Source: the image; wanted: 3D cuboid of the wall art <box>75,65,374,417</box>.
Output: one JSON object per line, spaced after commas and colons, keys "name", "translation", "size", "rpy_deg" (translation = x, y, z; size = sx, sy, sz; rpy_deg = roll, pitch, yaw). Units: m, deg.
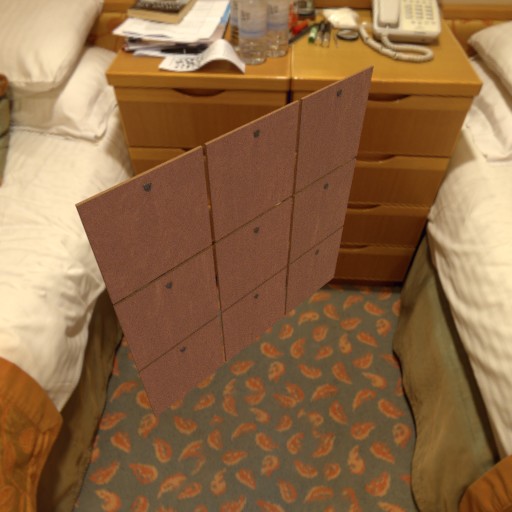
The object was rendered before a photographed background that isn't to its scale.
{"name": "wall art", "translation": [0.000, 0.000, 2.288], "size": [1.526, 1.522, 0.023], "rpy_deg": [-34, 55, -28]}
